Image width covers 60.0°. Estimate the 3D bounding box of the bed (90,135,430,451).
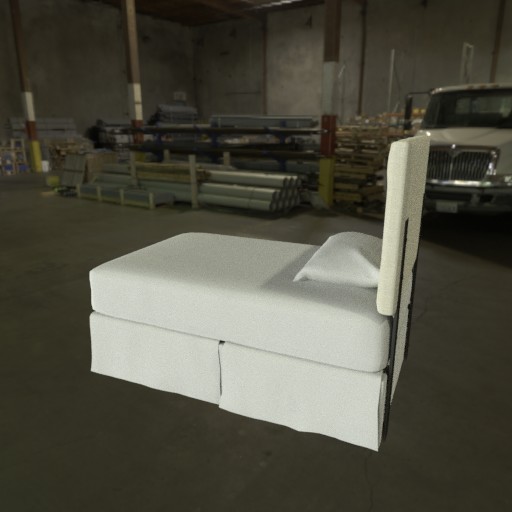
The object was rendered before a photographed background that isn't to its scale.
[{"bbox_3d":[0.000,0.000,2.993,1.997,1.571,1.261,7,18,24],"label":"bed"}]
